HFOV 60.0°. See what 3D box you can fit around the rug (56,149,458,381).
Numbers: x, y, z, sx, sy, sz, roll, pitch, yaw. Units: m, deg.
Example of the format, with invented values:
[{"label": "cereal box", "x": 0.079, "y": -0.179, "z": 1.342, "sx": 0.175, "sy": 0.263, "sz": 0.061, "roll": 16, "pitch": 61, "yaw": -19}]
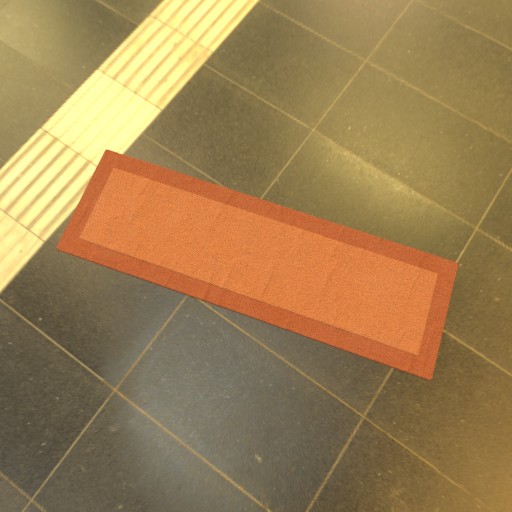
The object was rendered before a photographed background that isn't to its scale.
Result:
[{"label": "rug", "x": 0.000, "y": 0.000, "z": 2.789, "sx": 2.471, "sy": 0.013, "sz": 0.914, "roll": 15, "pitch": 74, "yaw": 4}]
